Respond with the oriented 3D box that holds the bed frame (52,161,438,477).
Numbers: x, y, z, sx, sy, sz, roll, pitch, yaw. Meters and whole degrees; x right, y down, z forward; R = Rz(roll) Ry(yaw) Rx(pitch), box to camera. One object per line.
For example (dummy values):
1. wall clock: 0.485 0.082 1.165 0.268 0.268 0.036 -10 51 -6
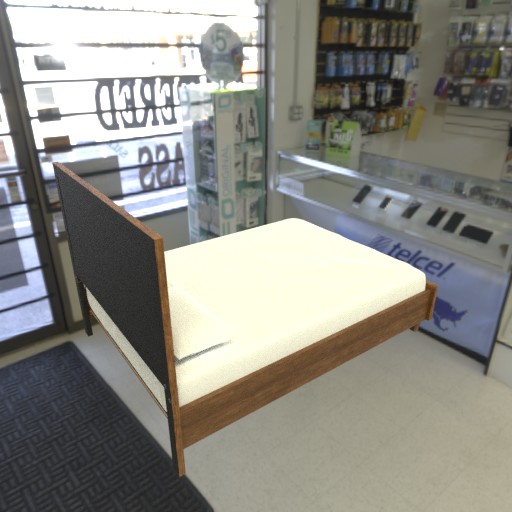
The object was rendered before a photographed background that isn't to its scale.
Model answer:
1. bed frame: 0.000 0.000 3.359 2.276 1.417 1.696 -17 30 -32
